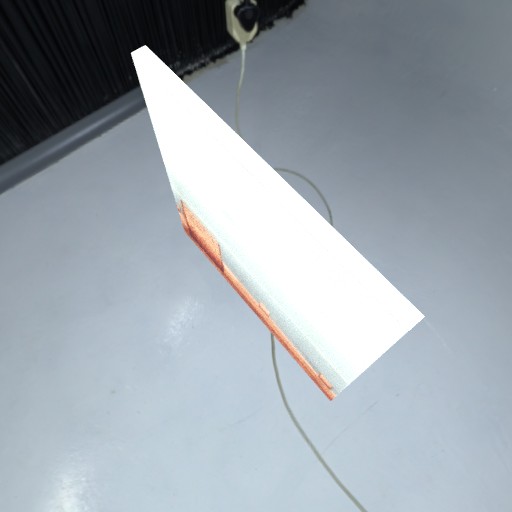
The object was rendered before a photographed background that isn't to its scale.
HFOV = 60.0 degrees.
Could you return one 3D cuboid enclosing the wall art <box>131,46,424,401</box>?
[{"bbox_3d":[0.000,0.000,1.132,0.042,0.760,0.760,-37,70,-16],"label":"wall art"}]
